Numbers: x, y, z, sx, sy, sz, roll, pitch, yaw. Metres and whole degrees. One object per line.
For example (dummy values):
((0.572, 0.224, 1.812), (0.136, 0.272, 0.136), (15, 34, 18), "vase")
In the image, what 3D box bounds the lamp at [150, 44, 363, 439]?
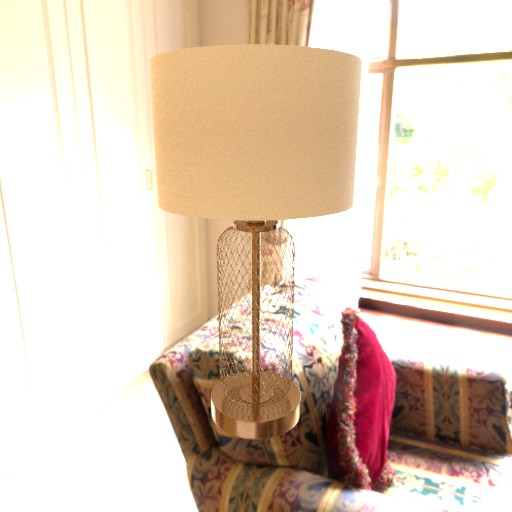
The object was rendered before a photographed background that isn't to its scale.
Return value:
((0.000, 0.000, 0.602), (0.252, 0.483, 0.252), (-3, 16, -10), "lamp")
